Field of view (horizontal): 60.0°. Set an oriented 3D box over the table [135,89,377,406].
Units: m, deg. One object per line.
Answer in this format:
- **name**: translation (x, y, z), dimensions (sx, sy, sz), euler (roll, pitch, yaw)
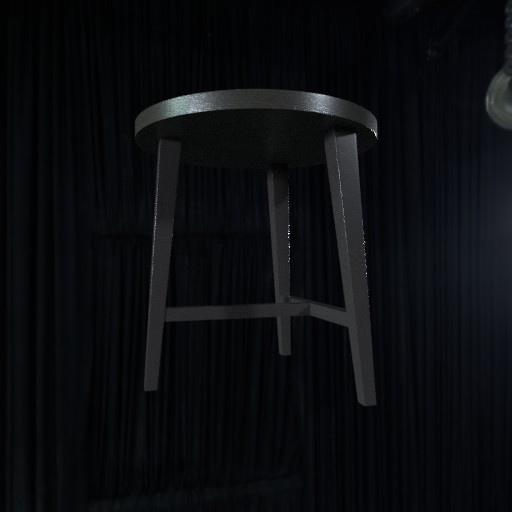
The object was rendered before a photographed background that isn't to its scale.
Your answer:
- **table**: translation (0.000, 0.000, 0.951), dimensions (0.500, 0.531, 0.500), euler (0, 0, 0)
